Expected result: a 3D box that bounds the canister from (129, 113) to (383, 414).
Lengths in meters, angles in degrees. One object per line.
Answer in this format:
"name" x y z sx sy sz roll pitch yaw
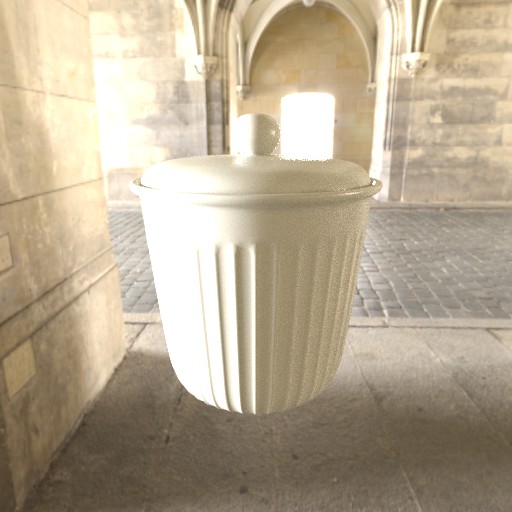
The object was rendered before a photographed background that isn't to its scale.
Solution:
"canister" 0.000 0.000 0.344 0.181 0.211 0.181 0 15 0
